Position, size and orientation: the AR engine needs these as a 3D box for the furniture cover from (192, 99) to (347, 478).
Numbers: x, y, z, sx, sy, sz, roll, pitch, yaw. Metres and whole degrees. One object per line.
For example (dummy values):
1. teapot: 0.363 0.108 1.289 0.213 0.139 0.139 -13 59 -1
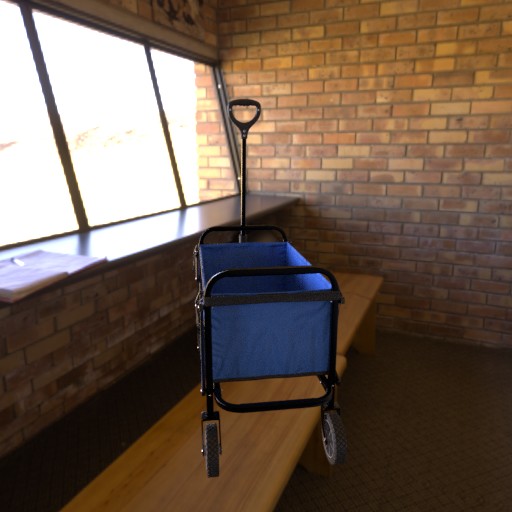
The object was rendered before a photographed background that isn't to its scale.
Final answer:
1. furniture cover: 0.000 0.000 1.817 0.532 1.295 1.038 -2 14 -8
